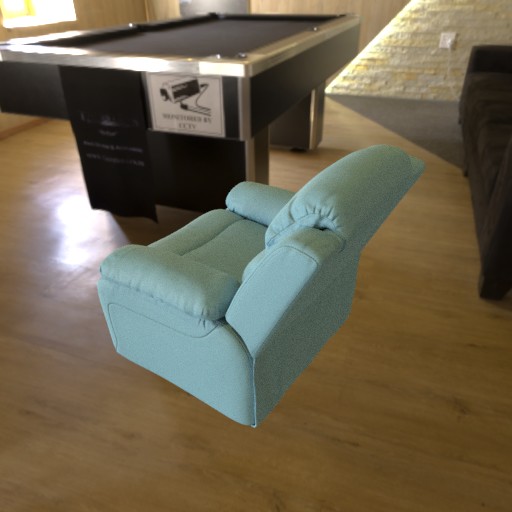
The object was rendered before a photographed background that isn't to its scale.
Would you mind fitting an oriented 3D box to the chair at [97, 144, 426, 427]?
[{"bbox_3d":[0.000,0.000,1.286,0.709,0.702,0.680,21,38,29],"label":"chair"}]
